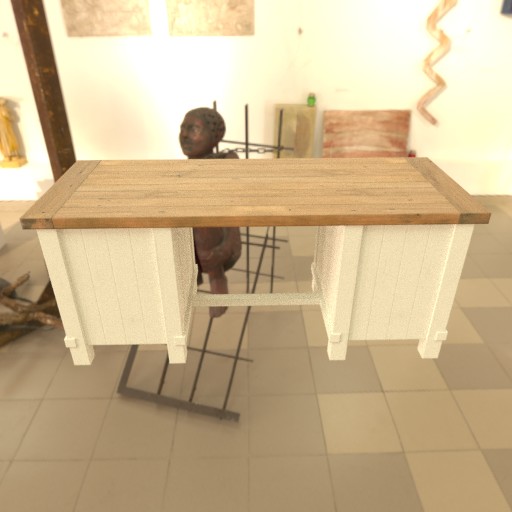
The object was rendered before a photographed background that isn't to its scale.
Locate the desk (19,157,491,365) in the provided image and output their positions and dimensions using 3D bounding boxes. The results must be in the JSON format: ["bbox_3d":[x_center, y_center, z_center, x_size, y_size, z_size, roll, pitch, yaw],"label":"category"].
[{"bbox_3d":[0.000,0.000,2.182,1.803,0.760,0.688,-1,30,-1],"label":"desk"}]
